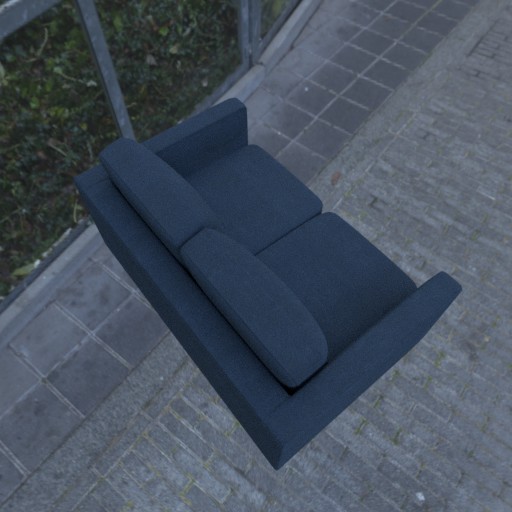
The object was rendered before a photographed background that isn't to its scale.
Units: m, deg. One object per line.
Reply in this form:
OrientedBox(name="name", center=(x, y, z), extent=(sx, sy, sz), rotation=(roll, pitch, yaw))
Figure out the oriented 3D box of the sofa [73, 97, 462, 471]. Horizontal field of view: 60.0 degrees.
OrientedBox(name="sofa", center=(0.000, 0.000, 2.128), extent=(0.999, 0.930, 1.518), rotation=(-34, 64, -20))
